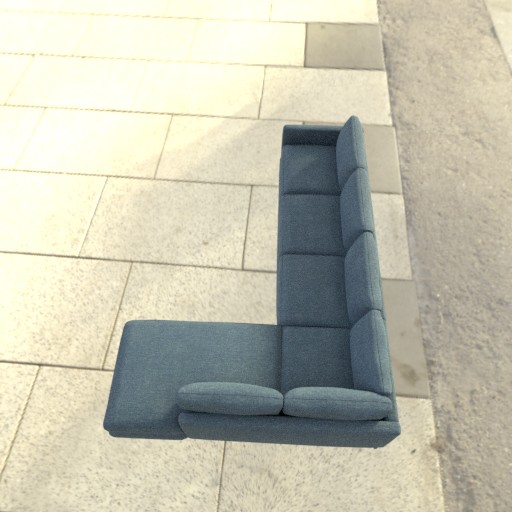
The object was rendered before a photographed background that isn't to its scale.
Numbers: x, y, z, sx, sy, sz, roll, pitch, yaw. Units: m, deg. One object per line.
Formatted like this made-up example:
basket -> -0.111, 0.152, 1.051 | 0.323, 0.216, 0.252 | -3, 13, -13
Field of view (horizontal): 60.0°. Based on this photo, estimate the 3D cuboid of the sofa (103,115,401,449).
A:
sofa -> 0.000, 0.000, 3.804 | 2.007, 0.815, 2.949 | 2, 57, 1
